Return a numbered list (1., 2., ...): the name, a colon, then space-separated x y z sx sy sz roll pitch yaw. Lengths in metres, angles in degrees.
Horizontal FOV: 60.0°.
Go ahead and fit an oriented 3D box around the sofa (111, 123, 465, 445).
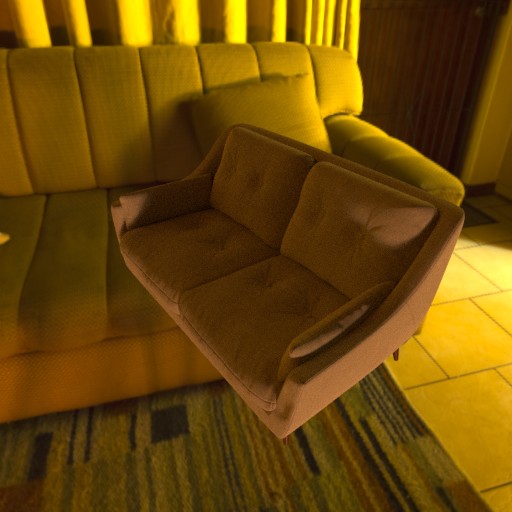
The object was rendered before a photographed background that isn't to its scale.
1. sofa: 0.000 0.000 2.222 0.965 0.888 1.652 -21 38 -30
